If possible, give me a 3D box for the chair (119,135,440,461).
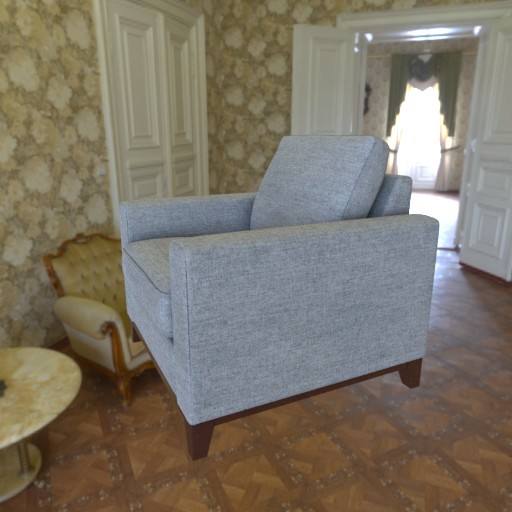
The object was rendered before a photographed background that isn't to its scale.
[{"bbox_3d":[0.000,0.000,1.915,1.038,1.010,1.024,-8,17,-25],"label":"chair"}]
